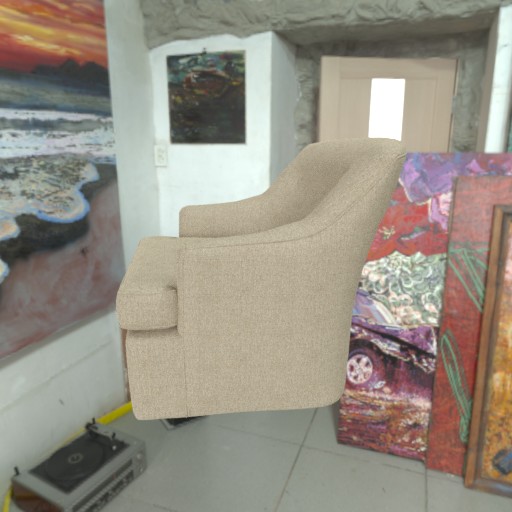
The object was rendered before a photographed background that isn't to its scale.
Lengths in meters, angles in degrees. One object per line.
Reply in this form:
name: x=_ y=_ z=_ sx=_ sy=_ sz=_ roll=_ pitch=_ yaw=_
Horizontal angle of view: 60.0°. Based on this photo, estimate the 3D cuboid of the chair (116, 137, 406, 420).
chair: x=0.000 y=0.000 z=1.651 sx=0.923 sy=0.856 sz=0.864 roll=-2 pitch=14 yaw=-9
